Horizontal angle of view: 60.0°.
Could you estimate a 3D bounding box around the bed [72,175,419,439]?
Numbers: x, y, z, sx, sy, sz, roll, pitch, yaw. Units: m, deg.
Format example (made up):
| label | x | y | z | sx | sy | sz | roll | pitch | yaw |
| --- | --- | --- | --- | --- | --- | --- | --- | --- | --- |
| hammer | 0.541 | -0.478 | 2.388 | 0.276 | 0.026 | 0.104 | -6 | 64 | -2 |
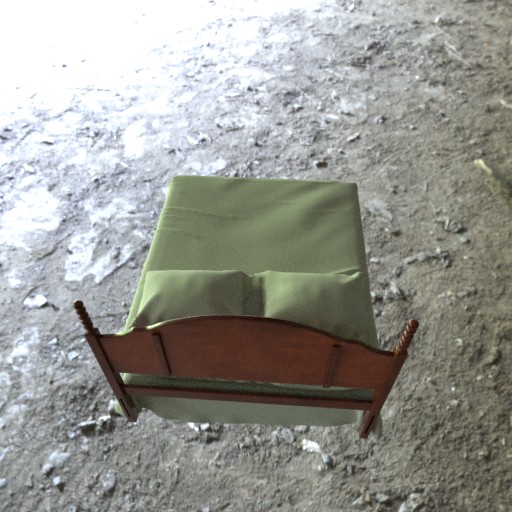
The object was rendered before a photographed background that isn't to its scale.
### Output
| label | x | y | z | sx | sy | sz | roll | pitch | yaw |
| --- | --- | --- | --- | --- | --- | --- | --- | --- | --- |
| bed | 0.000 | 0.000 | 3.249 | 1.873 | 1.356 | 2.040 | 3 | 47 | 3 |
